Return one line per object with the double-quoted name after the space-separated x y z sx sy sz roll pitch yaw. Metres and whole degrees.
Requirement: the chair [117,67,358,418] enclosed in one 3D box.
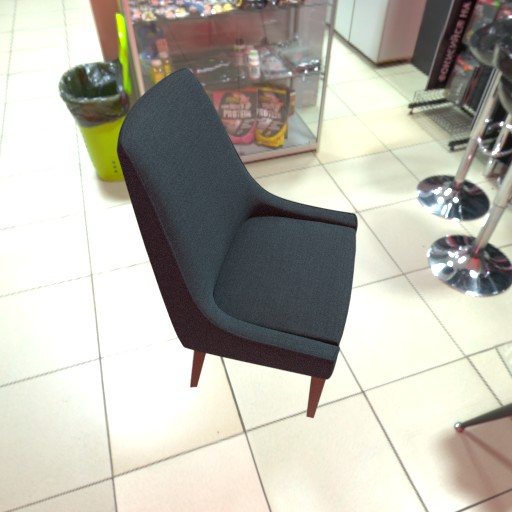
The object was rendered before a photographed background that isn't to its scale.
0.000 0.000 1.224 0.544 0.861 0.529 11 48 10 "chair"
